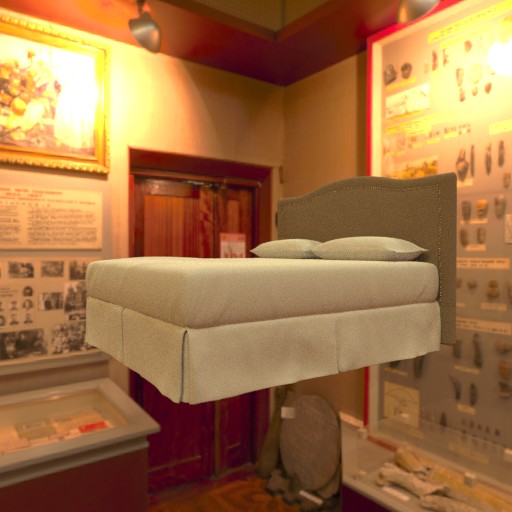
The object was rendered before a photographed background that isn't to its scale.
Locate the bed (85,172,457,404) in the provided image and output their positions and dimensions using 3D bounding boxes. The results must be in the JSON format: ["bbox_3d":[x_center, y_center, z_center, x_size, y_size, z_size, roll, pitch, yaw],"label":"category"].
[{"bbox_3d":[0.000,0.000,3.501,2.182,1.421,2.083,0,1,-35],"label":"bed"}]
